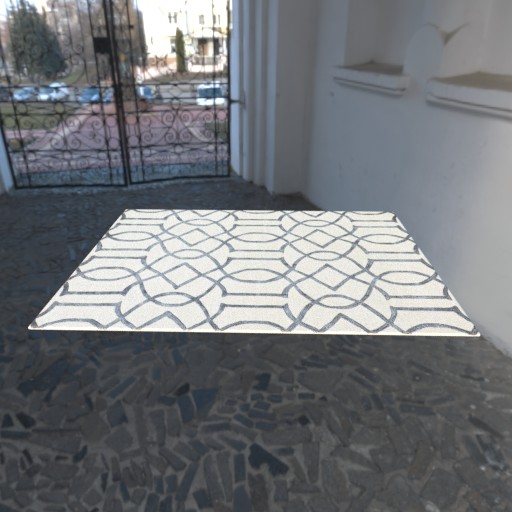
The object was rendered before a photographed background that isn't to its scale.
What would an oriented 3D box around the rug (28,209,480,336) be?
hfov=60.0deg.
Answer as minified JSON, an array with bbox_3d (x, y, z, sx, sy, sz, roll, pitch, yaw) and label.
[{"bbox_3d":[0.000,0.000,3.828,2.910,0.021,2.211,1,26,1],"label":"rug"}]
